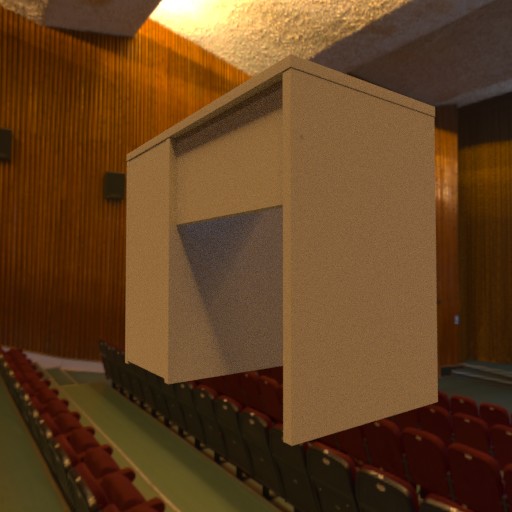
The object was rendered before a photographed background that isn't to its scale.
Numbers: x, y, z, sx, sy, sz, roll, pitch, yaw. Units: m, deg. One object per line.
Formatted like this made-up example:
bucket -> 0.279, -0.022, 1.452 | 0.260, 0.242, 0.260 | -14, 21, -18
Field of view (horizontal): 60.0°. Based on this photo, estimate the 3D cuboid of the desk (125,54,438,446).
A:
desk -> 0.000, 0.000, 1.327 | 0.482, 0.730, 0.898 | 1, -2, -36
